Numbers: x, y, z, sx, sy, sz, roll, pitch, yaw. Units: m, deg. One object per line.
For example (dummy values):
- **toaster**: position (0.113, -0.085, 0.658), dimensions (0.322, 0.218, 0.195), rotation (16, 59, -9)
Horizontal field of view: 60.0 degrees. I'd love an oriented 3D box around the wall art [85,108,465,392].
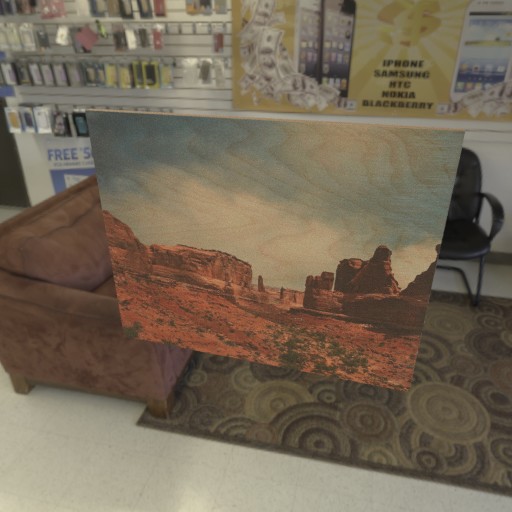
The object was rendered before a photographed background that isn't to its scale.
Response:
- **wall art**: position (0.000, 0.000, 0.674), dimensions (0.508, 0.406, 0.013), rotation (8, 29, 14)
